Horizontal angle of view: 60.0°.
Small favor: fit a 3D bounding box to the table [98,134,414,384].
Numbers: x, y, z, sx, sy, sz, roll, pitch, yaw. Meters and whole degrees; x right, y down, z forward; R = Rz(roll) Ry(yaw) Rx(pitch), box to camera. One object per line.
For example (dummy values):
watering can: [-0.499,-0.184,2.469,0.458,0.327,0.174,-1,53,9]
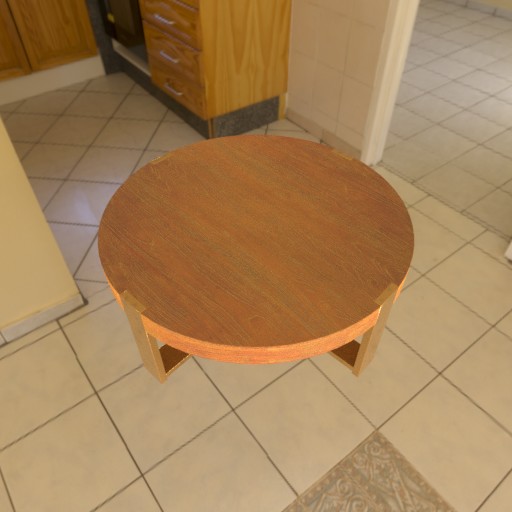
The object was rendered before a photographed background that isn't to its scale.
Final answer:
table: [0.000,0.000,1.741,1.100,0.420,1.100,0,46,0]
